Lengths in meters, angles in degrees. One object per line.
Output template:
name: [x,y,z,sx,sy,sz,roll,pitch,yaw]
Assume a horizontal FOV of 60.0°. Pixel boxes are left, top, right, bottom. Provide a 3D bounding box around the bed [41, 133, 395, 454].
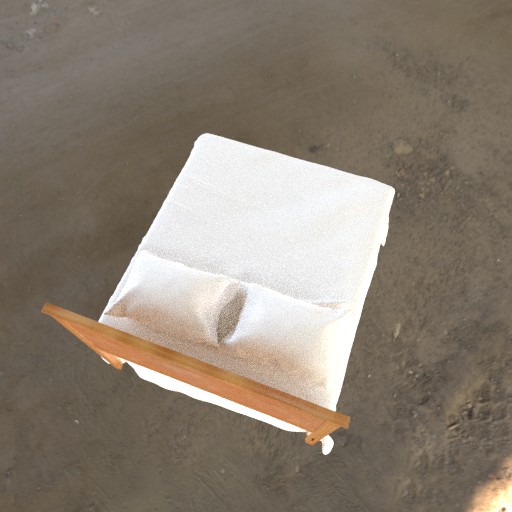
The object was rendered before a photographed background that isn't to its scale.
bed: [0.000,0.000,3.170,1.870,1.273,2.035,18,64,9]
